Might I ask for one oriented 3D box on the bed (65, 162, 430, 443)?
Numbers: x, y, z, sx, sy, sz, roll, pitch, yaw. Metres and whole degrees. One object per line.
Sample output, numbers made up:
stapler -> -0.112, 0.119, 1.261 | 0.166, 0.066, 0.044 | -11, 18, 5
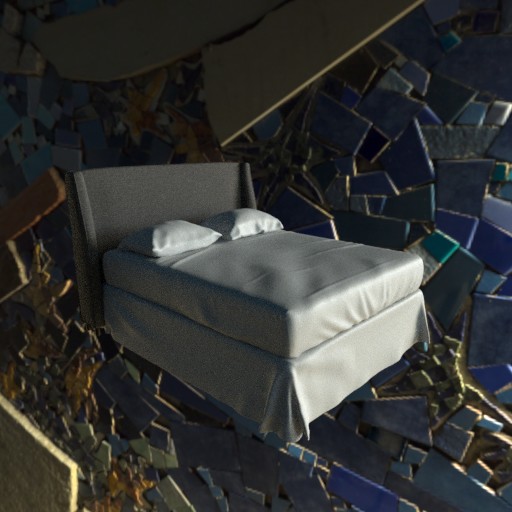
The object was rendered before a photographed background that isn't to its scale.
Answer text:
bed -> 0.000, 0.000, 3.473 | 2.276, 1.332, 1.925 | 13, 20, 42
